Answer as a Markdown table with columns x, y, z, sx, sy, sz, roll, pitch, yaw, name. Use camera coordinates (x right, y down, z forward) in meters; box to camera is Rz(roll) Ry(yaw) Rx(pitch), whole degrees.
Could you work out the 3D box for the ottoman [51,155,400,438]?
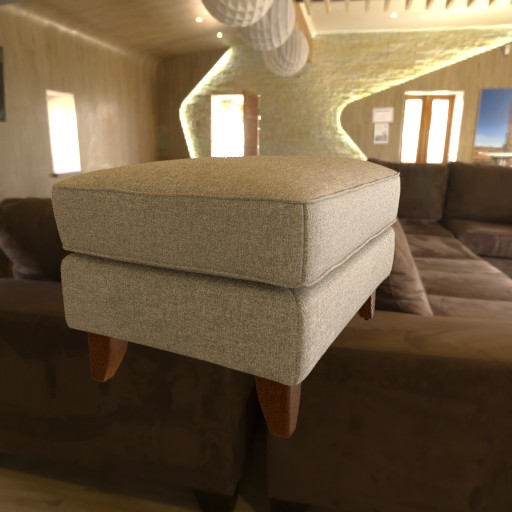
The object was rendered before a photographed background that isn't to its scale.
| x | y | z | sx | sy | sz | roll | pitch | yaw | name |
| --- | --- | --- | --- | --- | --- | --- | --- | --- | --- |
| 0.000 | 0.000 | 1.282 | 0.661 | 0.561 | 0.889 | 7 | 16 | 26 | ottoman |
